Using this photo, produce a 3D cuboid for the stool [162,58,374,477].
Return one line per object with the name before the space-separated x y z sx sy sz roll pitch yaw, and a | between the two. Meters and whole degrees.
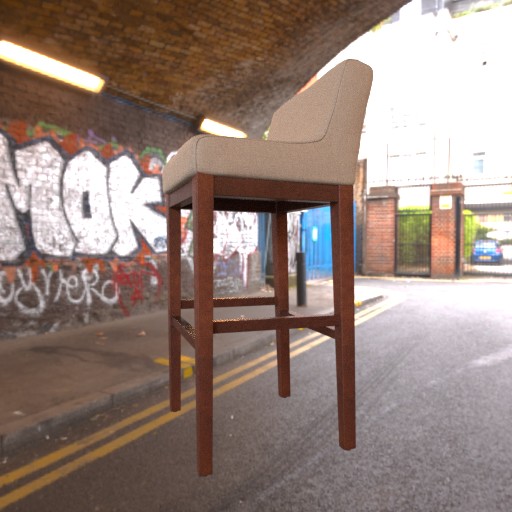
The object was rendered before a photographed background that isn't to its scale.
stool | 0.000 0.000 1.327 0.500 1.037 0.511 -1 2 -20
